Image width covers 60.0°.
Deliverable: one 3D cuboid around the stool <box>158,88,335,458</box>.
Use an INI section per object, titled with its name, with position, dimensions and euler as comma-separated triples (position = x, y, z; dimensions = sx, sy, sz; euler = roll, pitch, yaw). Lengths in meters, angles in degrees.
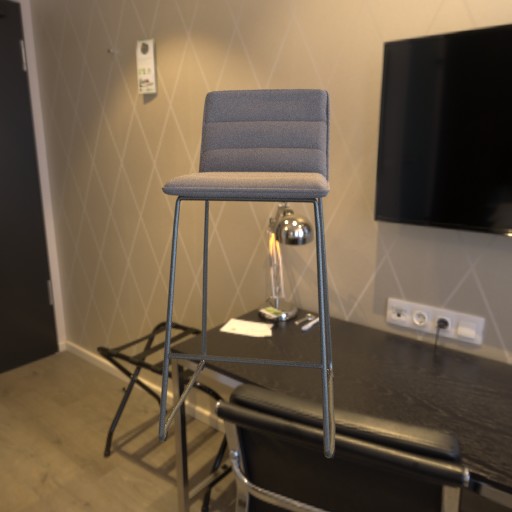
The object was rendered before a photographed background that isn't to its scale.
[stool]
position = 0.000, 0.000, 1.276
dimensions = 0.490, 0.960, 0.490
euler = 2, 14, 8
